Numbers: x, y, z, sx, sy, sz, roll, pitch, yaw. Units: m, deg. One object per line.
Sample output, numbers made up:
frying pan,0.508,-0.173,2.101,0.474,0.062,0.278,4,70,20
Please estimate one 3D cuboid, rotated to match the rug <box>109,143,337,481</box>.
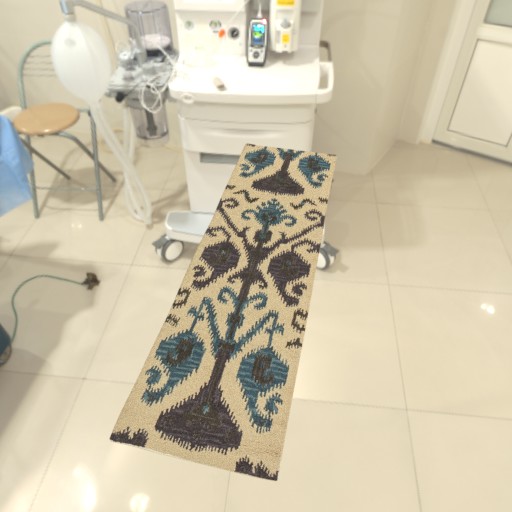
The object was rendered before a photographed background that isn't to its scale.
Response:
rug,0.000,0.000,2.505,0.692,0.017,2.301,9,46,9
